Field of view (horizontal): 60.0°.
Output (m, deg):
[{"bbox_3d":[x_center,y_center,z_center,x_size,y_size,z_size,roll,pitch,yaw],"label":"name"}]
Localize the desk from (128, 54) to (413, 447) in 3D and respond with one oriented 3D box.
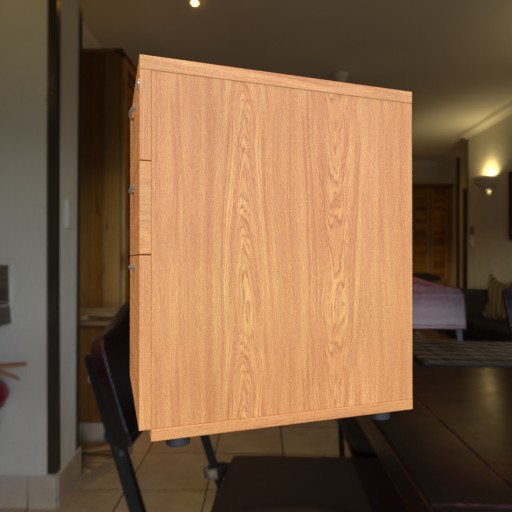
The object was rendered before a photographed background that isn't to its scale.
[{"bbox_3d":[0.000,0.000,1.084,0.600,0.730,0.404,0,0,-18],"label":"desk"}]
